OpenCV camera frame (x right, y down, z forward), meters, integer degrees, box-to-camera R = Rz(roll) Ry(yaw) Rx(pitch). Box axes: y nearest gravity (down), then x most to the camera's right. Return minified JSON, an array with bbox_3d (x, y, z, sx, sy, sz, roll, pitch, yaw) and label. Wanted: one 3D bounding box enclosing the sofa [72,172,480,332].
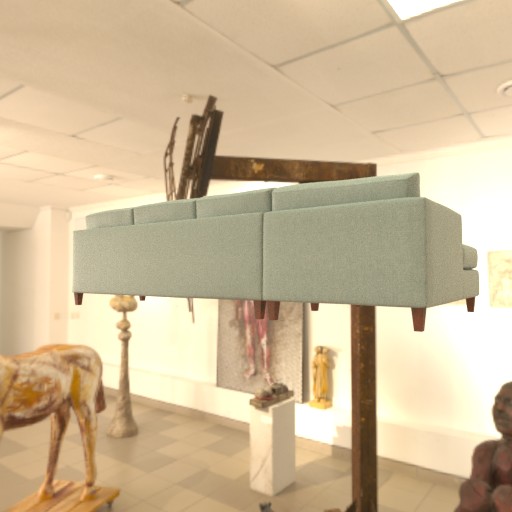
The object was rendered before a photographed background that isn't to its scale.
[{"bbox_3d":[0.000,0.000,4.063,3.470,0.953,1.600,-1,-3,36],"label":"sofa"}]
